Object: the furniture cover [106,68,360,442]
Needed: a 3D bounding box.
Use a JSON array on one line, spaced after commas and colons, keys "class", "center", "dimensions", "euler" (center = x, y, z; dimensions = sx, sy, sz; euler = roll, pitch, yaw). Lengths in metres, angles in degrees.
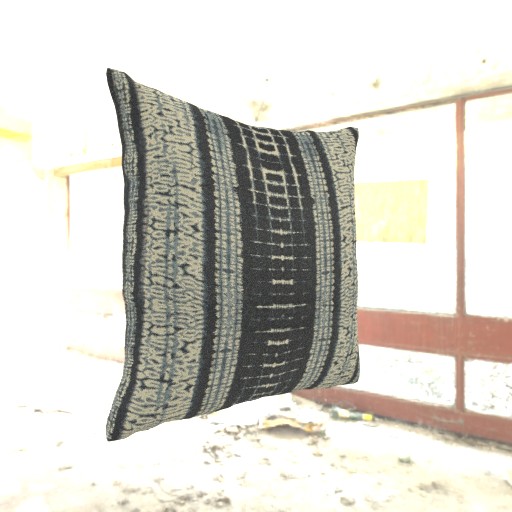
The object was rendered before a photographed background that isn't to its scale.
[{"class": "furniture cover", "center": [0.000, 0.000, 0.633], "dimensions": [0.425, 0.435, 0.133], "euler": [0, 1, -35]}]
